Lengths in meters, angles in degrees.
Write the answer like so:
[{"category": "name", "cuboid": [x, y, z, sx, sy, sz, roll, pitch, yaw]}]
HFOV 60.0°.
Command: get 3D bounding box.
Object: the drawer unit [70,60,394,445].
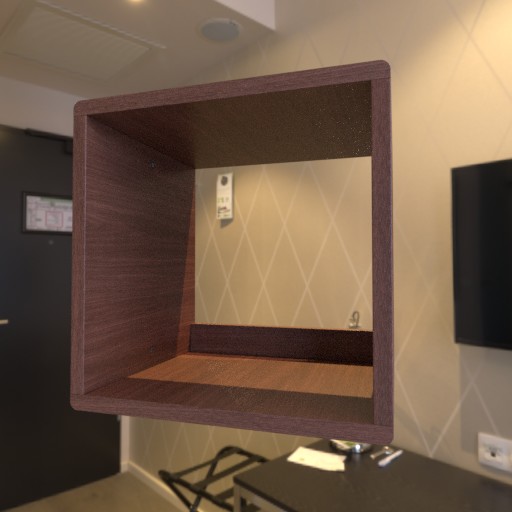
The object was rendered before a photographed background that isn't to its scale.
[{"category": "drawer unit", "cuboid": [0.000, 0.000, 0.591, 0.349, 0.351, 0.290, 0, -2, 17]}]
